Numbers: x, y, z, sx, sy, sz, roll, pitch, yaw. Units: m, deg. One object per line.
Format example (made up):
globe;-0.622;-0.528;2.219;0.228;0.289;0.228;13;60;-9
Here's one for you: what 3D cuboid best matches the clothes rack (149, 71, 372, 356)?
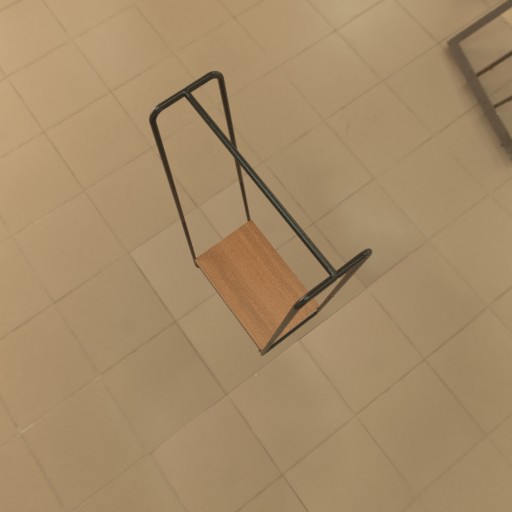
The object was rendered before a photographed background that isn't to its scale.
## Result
clothes rack;0.000;0.000;1.813;0.400;1.500;0.640;-36;78;-9
